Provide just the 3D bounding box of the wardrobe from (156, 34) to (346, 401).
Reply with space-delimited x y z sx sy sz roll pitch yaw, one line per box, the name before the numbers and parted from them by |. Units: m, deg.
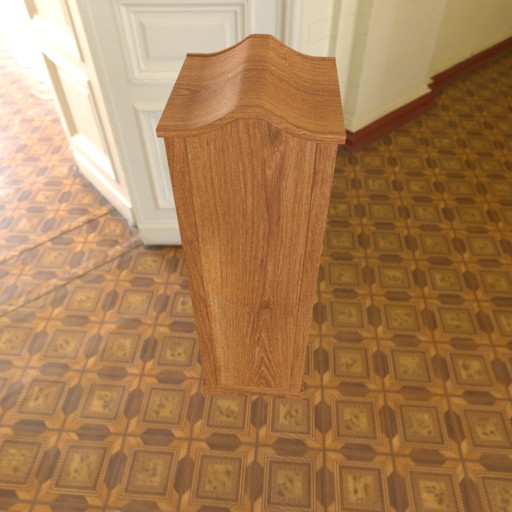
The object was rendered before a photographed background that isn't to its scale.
wardrobe | 0.000 0.000 2.178 0.590 1.870 0.570 3 46 3
